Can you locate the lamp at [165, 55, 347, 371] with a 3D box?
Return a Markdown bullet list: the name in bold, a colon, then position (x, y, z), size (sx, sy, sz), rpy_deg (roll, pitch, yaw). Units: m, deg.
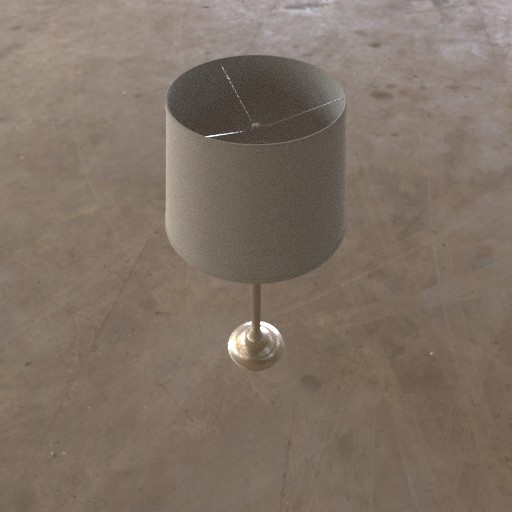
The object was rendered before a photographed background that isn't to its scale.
- **lamp**: position (0.000, 0.000, 0.900), size (0.331, 0.698, 0.331), rpy_deg (0, 48, 0)
